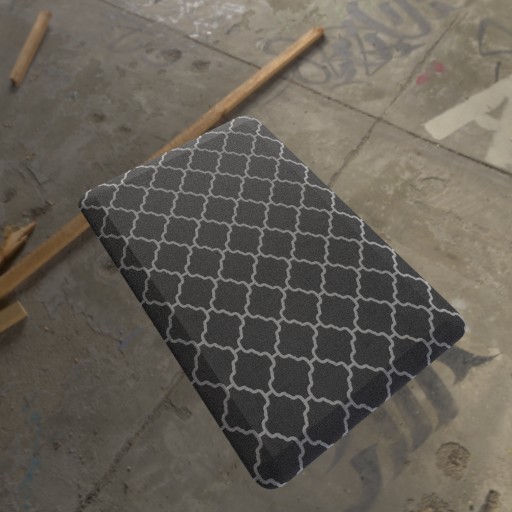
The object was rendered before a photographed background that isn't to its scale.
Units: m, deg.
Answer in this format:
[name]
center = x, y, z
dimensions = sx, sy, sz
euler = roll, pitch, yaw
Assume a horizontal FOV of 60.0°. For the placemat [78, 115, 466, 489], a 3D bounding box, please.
[placemat]
center = 0.000, 0.000, 0.949
dimensions = 0.508, 0.021, 0.762
euler = -32, 64, -18
